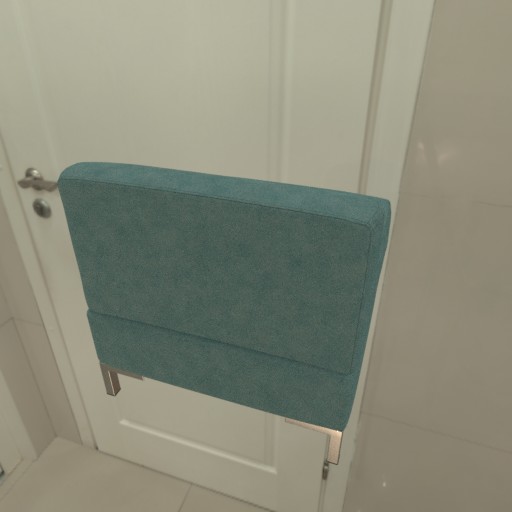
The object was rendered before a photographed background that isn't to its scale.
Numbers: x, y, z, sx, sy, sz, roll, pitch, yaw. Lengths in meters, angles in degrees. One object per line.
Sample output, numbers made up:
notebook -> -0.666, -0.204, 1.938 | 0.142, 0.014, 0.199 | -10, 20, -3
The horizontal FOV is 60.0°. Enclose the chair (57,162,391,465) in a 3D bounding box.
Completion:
chair -> 0.000, 0.000, 1.243 | 0.684, 0.660, 0.685 | 10, 33, 16
